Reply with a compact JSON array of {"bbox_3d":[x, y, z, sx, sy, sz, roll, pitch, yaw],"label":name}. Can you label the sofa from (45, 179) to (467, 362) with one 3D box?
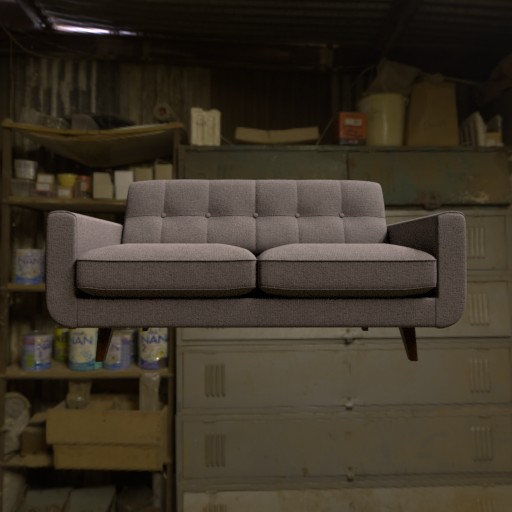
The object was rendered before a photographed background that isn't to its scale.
[{"bbox_3d":[0.000,0.000,2.130,1.631,0.841,0.909,0,-1,-1],"label":"sofa"}]
